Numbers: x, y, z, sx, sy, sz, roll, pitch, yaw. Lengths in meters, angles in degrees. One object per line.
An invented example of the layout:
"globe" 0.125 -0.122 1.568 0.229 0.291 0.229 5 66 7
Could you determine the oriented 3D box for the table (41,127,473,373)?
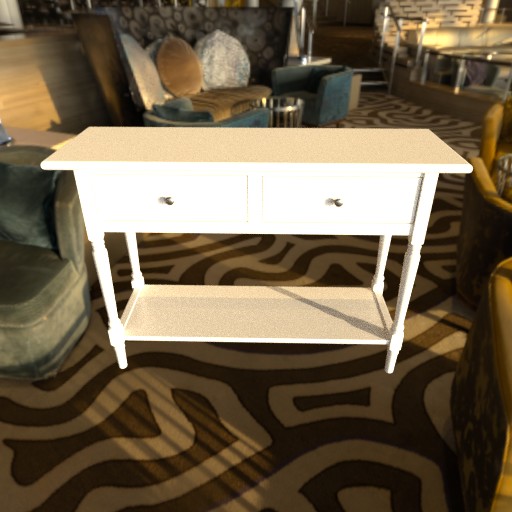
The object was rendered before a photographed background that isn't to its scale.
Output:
"table" 0.000 0.000 1.587 1.191 0.814 0.386 1 31 1
